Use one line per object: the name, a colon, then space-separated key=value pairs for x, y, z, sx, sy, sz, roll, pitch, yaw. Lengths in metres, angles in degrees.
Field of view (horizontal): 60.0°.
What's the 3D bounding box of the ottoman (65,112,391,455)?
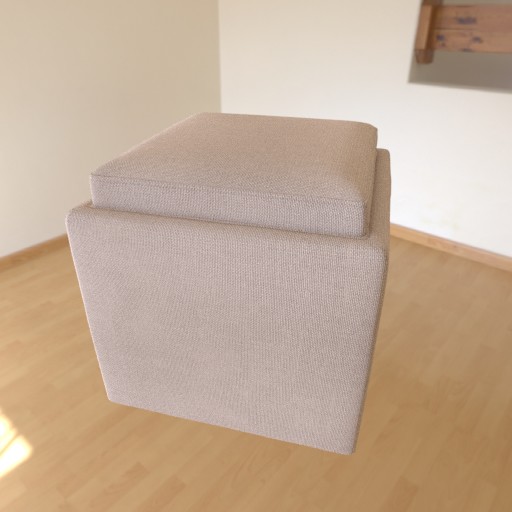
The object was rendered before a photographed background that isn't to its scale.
ottoman: x=0.000 y=0.000 z=0.821 sx=0.450 sy=0.460 sz=0.451 roll=8 pitch=31 yaw=13
